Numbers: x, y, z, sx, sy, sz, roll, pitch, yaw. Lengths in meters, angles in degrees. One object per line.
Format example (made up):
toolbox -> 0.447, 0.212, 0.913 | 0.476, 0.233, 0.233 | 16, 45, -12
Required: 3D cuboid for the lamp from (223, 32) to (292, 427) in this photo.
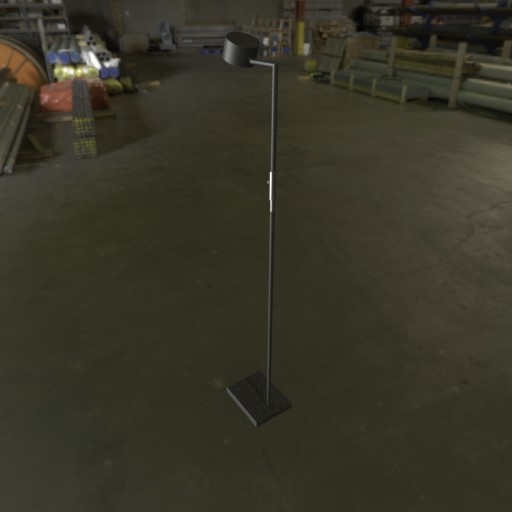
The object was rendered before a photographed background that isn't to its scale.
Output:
lamp -> 0.000, 0.000, 1.781 | 0.203, 1.600, 0.304 | -19, 34, -30
